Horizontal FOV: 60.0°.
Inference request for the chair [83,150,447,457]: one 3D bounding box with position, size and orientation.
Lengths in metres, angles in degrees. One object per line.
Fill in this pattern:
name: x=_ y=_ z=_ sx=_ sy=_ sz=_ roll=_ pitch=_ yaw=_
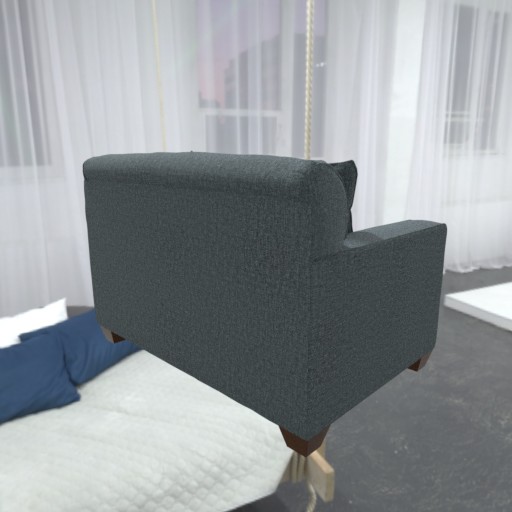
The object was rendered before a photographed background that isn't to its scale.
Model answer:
chair: x=0.000 y=0.000 z=2.050 sx=1.383 sy=0.948 sz=1.000 roll=13 pitch=18 yaw=43
